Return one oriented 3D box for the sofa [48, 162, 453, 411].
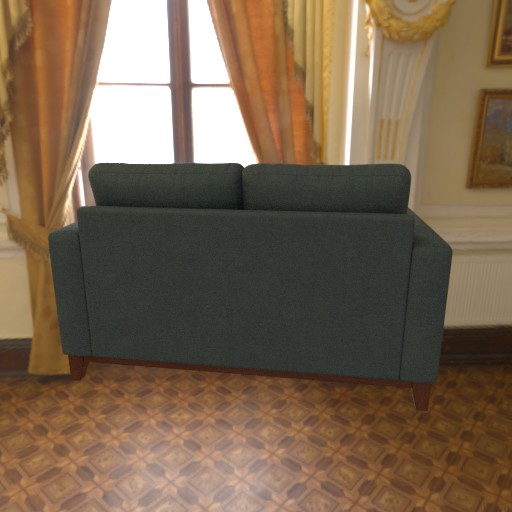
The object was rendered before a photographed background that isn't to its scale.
[{"bbox_3d":[0.000,0.000,2.085,1.489,0.903,0.955,2,16,8],"label":"sofa"}]
